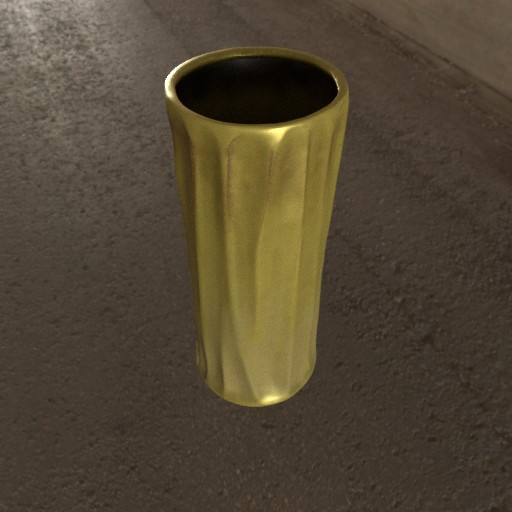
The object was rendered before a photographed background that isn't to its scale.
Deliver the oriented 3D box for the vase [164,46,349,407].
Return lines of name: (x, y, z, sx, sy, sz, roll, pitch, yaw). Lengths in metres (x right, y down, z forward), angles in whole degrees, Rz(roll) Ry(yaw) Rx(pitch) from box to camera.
vase: (0.000, 0.000, 0.176, 0.061, 0.143, 0.061, 0, 46, 0)
